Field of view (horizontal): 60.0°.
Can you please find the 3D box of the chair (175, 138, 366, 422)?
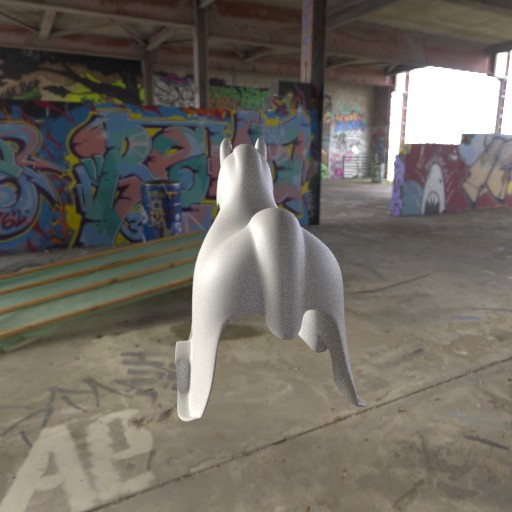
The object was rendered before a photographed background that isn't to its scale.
[{"bbox_3d":[0.000,0.000,1.160,0.429,0.612,0.800,-2,14,-8],"label":"chair"}]
